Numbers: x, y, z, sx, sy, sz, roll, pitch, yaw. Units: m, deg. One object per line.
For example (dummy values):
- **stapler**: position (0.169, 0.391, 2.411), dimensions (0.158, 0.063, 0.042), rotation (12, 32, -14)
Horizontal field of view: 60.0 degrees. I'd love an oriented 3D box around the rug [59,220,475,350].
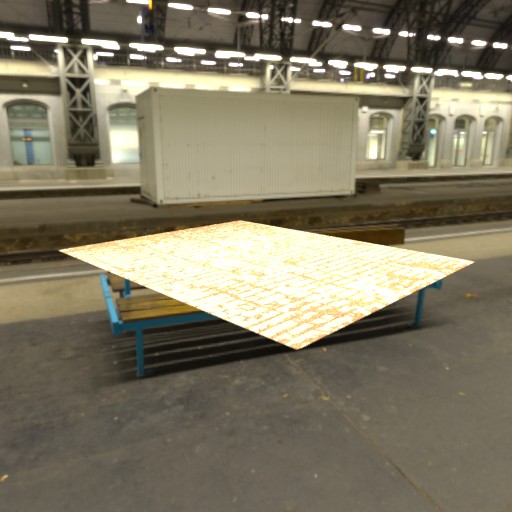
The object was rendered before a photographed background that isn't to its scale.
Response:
- **rug**: position (0.000, 0.000, 4.135), dimensions (2.441, 0.011, 3.050), rotation (-14, 20, -43)
